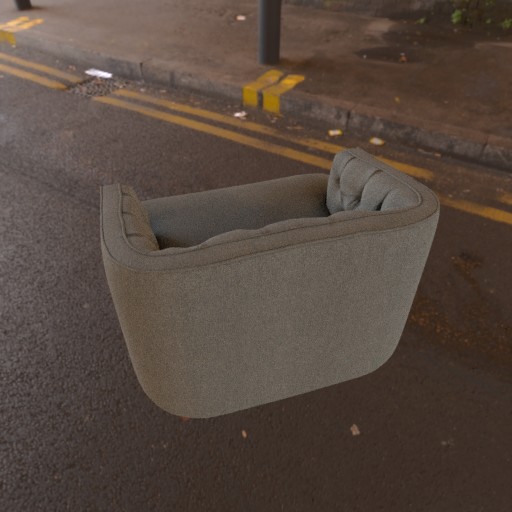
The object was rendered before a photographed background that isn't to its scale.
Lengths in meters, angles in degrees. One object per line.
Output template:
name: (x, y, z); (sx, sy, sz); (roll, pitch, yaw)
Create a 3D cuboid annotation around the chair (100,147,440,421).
chair: (0.000, 0.000, 1.766); (1.094, 0.852, 0.945); (-11, 42, -13)
